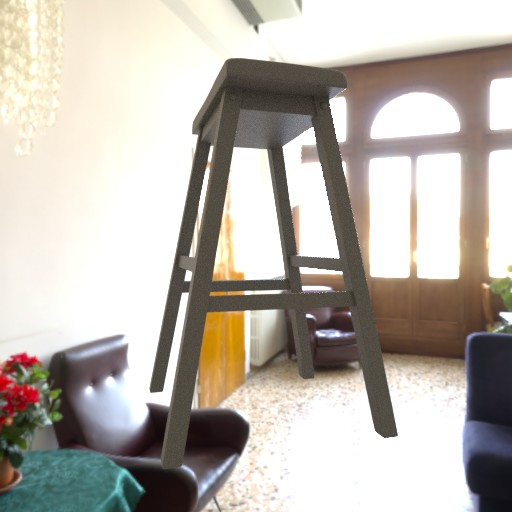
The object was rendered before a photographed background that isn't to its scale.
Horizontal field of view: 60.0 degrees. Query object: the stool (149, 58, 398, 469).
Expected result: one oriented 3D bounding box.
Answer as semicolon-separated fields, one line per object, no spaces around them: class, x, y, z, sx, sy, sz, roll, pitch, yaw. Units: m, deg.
stool;0.000;0.000;1.055;0.476;0.737;0.457;0;1;-16
